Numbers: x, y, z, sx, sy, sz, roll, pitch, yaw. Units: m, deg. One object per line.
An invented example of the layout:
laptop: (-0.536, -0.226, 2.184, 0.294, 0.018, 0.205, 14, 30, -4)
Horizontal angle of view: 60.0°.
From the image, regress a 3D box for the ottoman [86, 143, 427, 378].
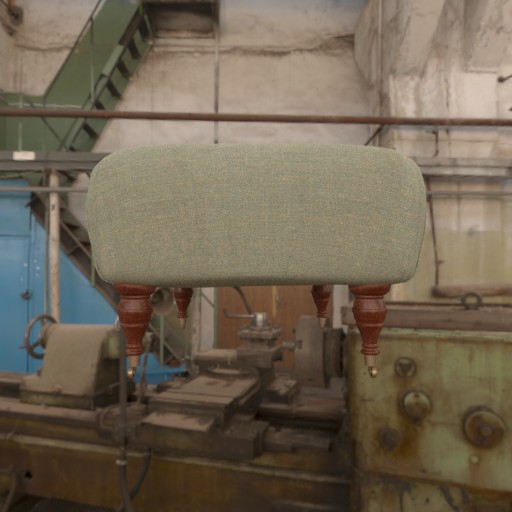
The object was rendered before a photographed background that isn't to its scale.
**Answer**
ottoman: (0.000, 0.000, 1.106, 0.622, 0.450, 0.747, 0, -1, -1)
